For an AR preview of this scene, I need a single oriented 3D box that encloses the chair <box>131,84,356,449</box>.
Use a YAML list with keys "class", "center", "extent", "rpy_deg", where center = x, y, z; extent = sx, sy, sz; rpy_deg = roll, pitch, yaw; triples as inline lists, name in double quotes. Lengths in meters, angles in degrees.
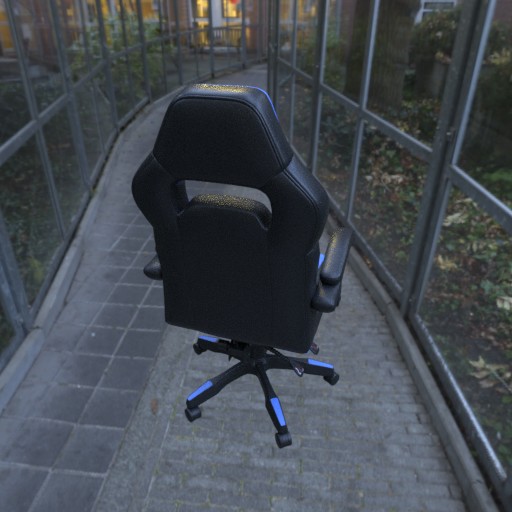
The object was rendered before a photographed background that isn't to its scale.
- class: "chair"
  center: [0.000, 0.000, 1.661]
  extent: [0.700, 1.280, 0.700]
  rpy_deg: [9, 31, 16]
